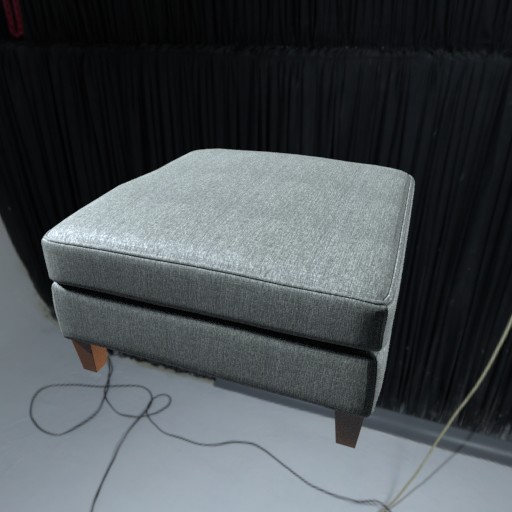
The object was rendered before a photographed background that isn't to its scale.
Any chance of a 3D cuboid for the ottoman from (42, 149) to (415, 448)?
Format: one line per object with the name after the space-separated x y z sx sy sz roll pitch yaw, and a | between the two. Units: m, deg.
0.000 0.000 1.343 0.838 0.481 0.838 10 30 18 | ottoman
